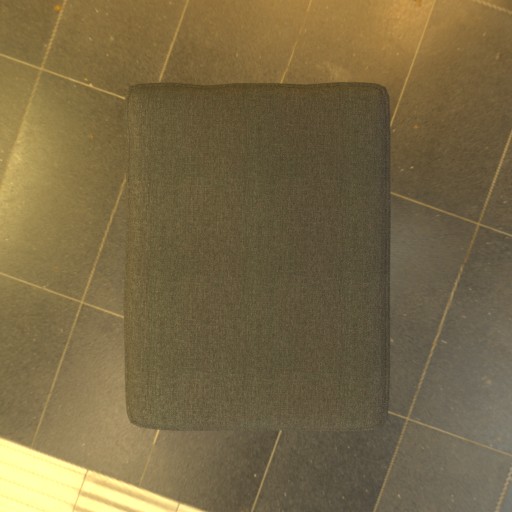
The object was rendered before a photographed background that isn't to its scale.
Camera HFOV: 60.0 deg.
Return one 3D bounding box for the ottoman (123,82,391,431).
[{"bbox_3d":[0.000,0.000,1.220,0.639,0.496,0.826,0,91,1],"label":"ottoman"}]
